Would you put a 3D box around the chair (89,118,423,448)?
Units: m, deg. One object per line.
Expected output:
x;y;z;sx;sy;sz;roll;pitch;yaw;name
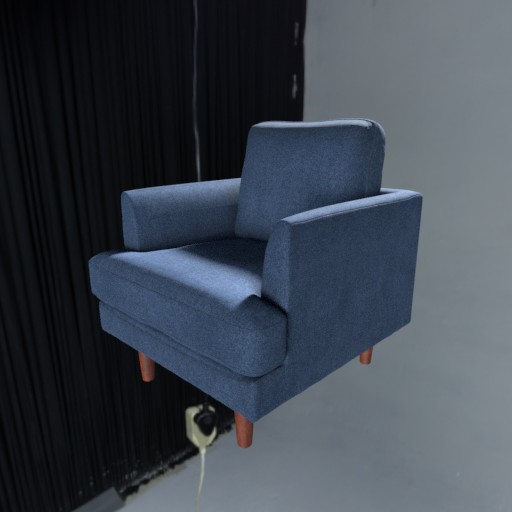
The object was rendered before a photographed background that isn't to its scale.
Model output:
0.000;0.000;1.606;0.858;0.957;0.899;15;21;42;chair
